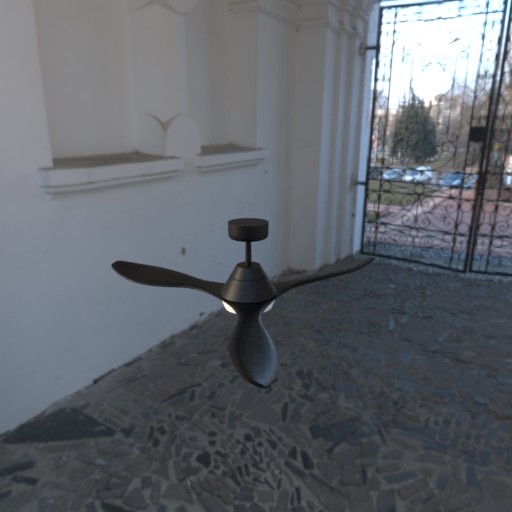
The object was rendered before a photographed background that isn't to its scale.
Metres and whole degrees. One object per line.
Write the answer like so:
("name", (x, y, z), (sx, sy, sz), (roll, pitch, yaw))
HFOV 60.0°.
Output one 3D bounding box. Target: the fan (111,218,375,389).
("fan", (0.000, 0.000, 1.652), (1.067, 0.305, 1.067), (15, 22, 42))
